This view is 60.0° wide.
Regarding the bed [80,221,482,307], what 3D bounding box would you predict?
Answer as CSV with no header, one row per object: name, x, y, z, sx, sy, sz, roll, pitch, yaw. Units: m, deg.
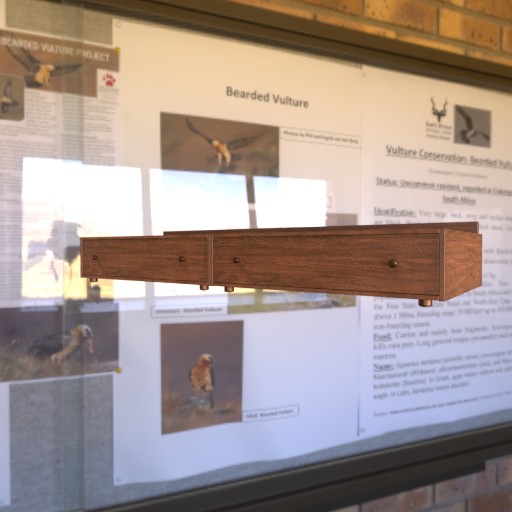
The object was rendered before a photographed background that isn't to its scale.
bed,0.000,0.000,2.365,2.057,0.326,0.787,1,1,35
